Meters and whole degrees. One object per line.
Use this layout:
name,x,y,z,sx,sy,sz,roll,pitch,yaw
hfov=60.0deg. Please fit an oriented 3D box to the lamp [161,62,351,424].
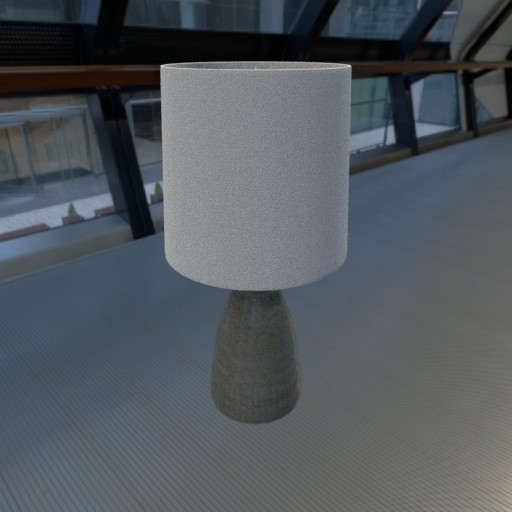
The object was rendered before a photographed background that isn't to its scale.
lamp,0.000,0.000,0.466,0.186,0.369,0.186,0,25,0
